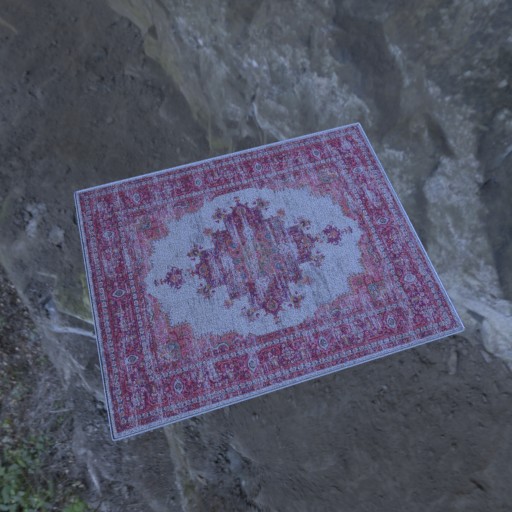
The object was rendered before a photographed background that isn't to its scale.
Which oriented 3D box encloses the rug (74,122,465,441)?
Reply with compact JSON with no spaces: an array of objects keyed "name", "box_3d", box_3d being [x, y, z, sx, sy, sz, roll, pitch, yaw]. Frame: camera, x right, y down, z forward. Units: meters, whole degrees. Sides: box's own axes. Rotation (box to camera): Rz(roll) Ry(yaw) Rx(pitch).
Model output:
[{"name":"rug","box_3d":[0.000,0.000,4.194,3.123,0.017,2.447,-15,66,-7]}]
